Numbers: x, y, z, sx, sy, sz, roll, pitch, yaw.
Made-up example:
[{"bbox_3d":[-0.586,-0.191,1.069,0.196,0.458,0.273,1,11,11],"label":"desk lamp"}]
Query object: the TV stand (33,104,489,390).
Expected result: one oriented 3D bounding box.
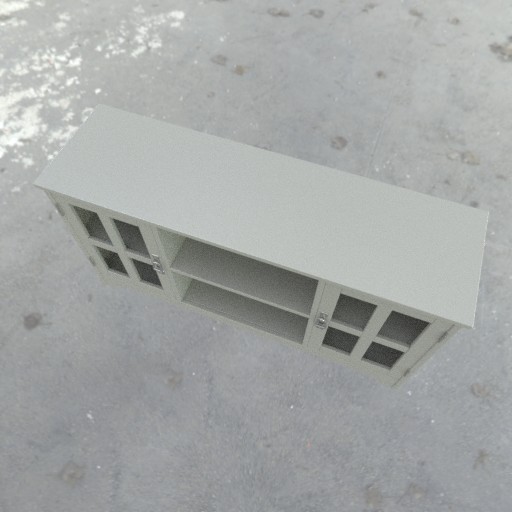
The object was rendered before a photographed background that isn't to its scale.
[{"bbox_3d":[0.000,0.000,1.437,1.167,0.603,0.344,18,61,11],"label":"TV stand"}]
